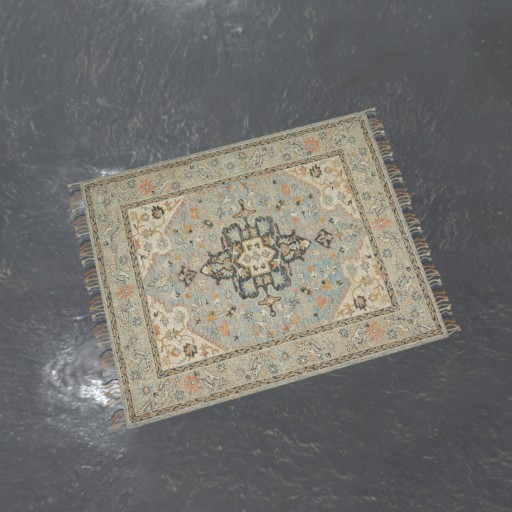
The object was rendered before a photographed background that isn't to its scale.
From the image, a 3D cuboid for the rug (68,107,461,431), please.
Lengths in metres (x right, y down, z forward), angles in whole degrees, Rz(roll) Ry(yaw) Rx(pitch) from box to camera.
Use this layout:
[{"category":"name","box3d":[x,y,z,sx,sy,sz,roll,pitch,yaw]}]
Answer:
[{"category":"rug","box3d":[0.000,0.000,4.184,3.221,0.011,2.379,-15,77,-4]}]
